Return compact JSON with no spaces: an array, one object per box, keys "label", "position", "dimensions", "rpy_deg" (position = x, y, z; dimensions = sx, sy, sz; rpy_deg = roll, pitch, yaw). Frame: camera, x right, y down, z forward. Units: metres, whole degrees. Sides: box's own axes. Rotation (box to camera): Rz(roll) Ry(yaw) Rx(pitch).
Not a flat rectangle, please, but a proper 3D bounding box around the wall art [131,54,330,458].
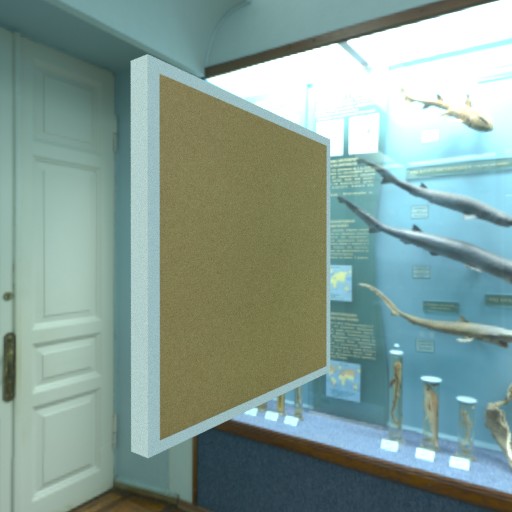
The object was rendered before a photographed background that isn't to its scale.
[{"label":"wall art","position":[0.000,0.000,0.466],"dimensions":[0.020,0.307,0.307],"rpy_deg":[0,0,36]}]
